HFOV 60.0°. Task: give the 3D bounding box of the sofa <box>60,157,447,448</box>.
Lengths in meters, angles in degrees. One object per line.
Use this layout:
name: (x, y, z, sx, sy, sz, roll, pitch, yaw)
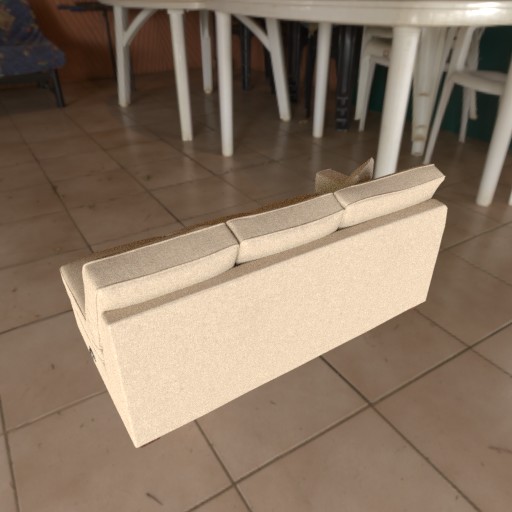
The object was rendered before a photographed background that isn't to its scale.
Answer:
sofa: (0.000, 0.000, 2.530, 1.962, 0.946, 1.034, -19, 37, -28)
